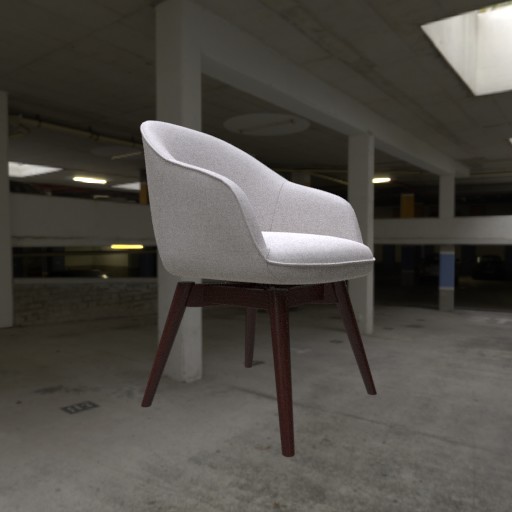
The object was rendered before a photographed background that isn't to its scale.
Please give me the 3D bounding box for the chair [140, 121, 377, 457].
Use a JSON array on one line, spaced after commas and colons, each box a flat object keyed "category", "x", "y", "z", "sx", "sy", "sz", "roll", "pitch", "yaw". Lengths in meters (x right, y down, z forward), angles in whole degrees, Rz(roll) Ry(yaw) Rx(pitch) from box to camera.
[{"category": "chair", "x": 0.000, "y": 0.000, "z": 1.271, "sx": 0.635, "sy": 0.823, "sz": 0.596, "roll": 2, "pitch": 3, "yaw": 37}]
